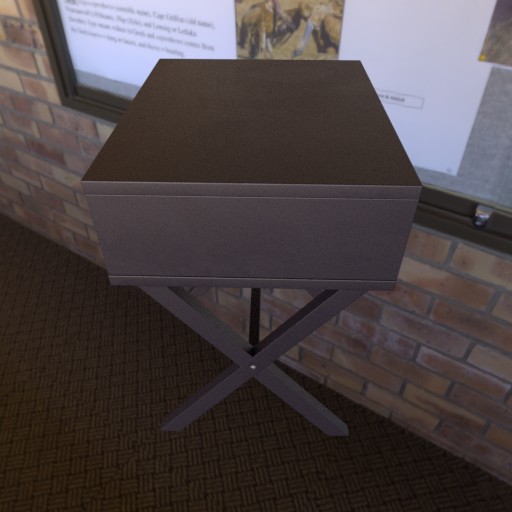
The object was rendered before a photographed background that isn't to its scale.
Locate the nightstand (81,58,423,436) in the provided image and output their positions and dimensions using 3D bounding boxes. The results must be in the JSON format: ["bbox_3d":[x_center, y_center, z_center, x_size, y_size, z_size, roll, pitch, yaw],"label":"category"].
[{"bbox_3d":[0.000,0.000,0.901,0.402,0.623,0.479,1,40,1],"label":"nightstand"}]
